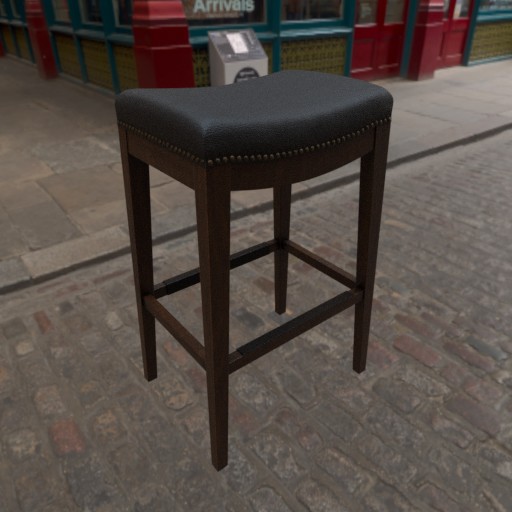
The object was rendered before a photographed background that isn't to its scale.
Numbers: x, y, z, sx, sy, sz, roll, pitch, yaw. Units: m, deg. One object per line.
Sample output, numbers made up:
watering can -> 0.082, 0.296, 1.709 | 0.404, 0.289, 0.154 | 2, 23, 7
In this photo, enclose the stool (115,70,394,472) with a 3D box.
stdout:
stool -> 0.000, 0.000, 1.042 | 0.500, 0.765, 0.361 | -22, 37, -32
